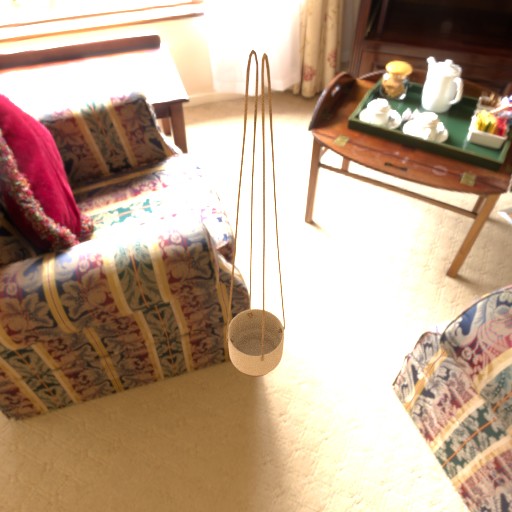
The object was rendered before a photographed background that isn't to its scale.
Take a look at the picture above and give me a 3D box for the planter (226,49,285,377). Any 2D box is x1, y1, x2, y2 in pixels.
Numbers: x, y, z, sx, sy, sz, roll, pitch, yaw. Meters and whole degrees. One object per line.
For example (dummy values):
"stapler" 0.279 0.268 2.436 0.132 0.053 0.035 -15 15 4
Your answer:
"planter" 0.000 0.000 0.920 0.146 0.841 0.146 25 52 21
